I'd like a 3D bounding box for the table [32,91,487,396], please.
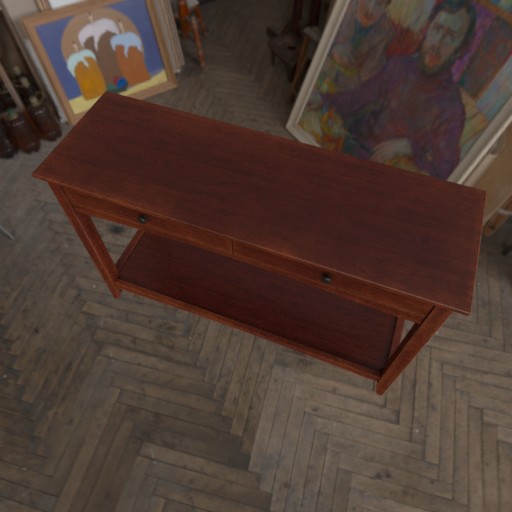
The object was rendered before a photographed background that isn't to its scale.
[{"bbox_3d":[0.000,0.000,1.521,1.188,0.739,0.392,18,59,11],"label":"table"}]
